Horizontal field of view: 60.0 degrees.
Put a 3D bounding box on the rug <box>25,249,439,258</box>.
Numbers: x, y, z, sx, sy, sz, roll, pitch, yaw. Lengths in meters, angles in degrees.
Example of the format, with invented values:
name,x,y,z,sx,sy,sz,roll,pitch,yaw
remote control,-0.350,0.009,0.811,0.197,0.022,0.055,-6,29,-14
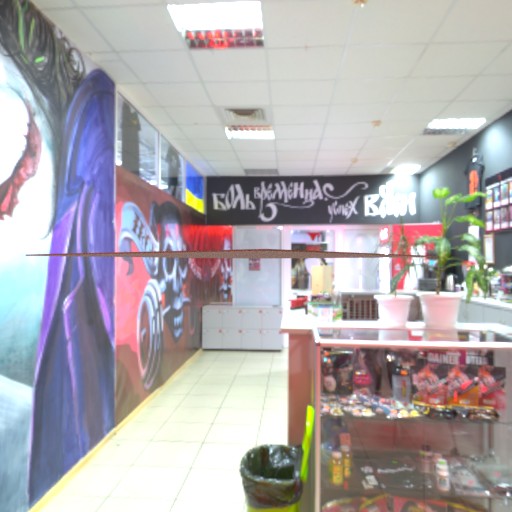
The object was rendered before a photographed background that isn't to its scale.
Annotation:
name,x,y,z,sx,sy,sz,roll,pitch,yaw
rug,0.000,0.000,3.482,2.073,0.011,2.584,-1,-1,37
